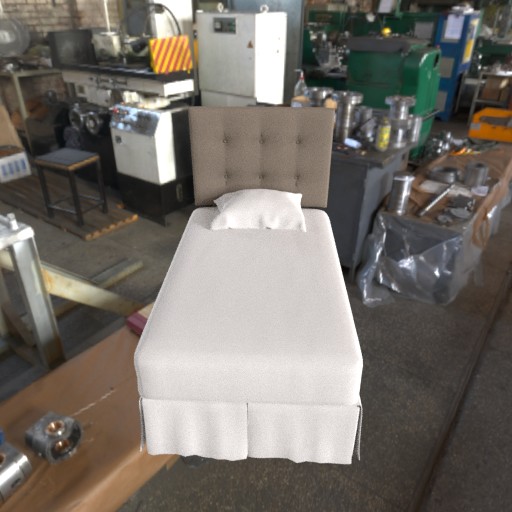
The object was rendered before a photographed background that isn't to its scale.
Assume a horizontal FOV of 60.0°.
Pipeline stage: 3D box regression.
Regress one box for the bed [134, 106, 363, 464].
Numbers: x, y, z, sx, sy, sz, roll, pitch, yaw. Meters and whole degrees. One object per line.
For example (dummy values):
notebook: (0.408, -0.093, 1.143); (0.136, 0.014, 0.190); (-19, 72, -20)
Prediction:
bed: (0.000, 0.000, 2.988); (1.261, 1.571, 1.997); (1, 30, 2)
